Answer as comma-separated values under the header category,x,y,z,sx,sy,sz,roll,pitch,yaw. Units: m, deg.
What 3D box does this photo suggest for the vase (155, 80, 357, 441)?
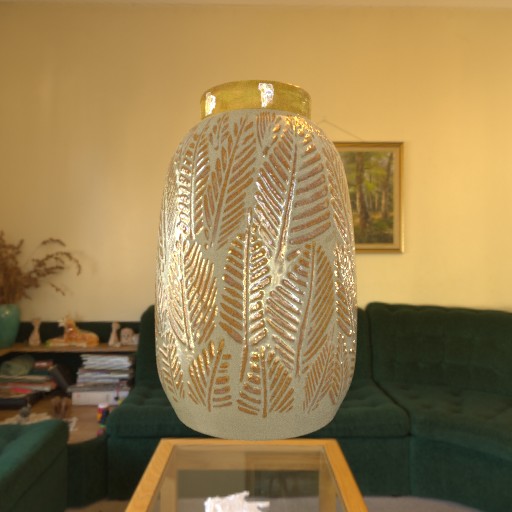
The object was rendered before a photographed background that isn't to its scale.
category,x,y,z,sx,sy,sz,roll,pitch,yaw
vase,0.000,0.000,0.386,0.172,0.270,0.172,0,0,0
